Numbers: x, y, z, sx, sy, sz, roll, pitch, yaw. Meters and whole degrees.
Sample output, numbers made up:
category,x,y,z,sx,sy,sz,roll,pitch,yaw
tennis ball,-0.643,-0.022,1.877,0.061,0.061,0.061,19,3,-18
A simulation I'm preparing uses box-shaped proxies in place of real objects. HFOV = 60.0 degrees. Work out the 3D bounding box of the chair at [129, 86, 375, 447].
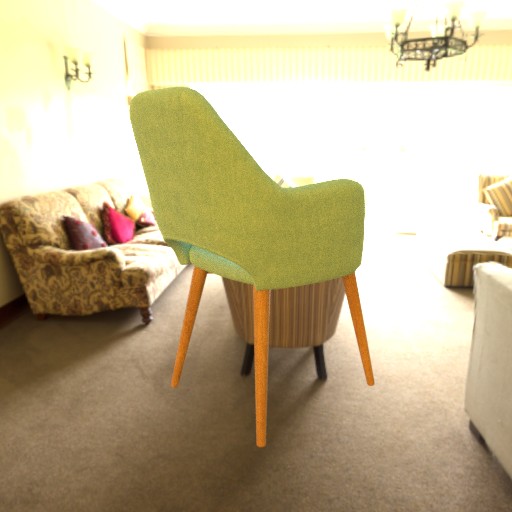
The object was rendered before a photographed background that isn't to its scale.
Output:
category,x,y,z,sx,sy,sz,roll,pitch,yaw
chair,0.000,0.000,1.238,0.610,0.840,0.590,-14,20,-42
